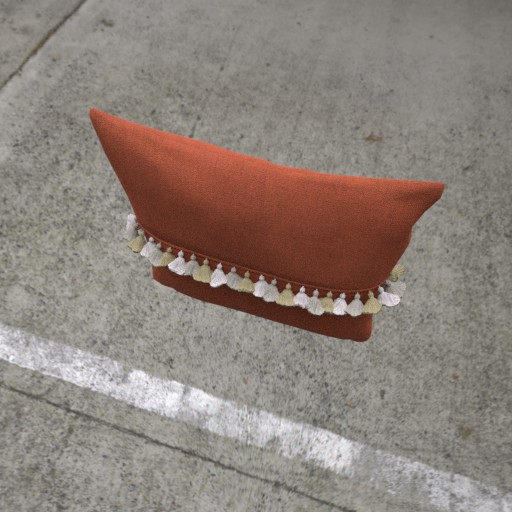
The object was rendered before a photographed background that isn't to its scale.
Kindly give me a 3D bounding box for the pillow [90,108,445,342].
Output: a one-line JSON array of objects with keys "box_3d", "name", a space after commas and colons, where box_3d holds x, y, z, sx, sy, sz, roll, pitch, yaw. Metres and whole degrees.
[{"box_3d": [0.000, 0.000, 0.749, 0.490, 0.482, 0.165, 15, 59, 9], "name": "pillow"}]
